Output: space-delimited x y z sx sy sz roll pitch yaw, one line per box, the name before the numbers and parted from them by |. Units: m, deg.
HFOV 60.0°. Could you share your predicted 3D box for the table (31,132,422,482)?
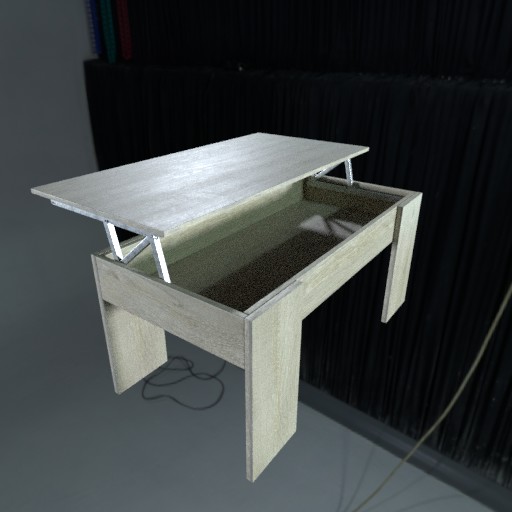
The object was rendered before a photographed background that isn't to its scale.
table | 0.000 0.000 1.440 0.711 0.570 1.000 18 31 32
